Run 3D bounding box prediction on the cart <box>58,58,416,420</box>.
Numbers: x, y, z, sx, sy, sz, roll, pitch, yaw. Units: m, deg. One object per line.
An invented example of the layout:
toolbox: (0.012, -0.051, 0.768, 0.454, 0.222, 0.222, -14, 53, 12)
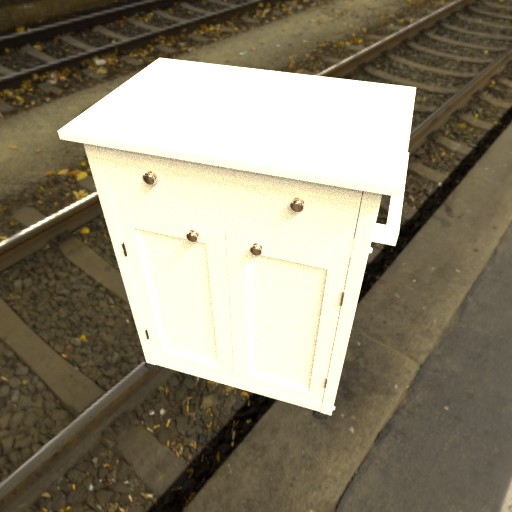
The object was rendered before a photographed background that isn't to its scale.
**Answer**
cart: (0.000, 0.000, 1.246, 0.683, 0.864, 0.442, 12, 44, 13)
